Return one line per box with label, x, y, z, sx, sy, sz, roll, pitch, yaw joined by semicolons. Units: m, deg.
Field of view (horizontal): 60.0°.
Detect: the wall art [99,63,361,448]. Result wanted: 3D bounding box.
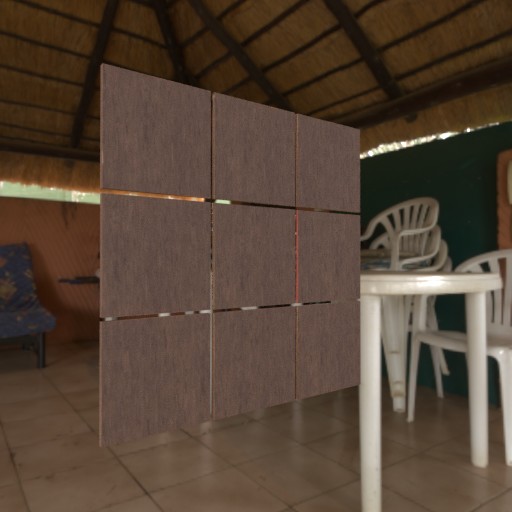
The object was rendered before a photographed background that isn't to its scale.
wall art;0.000;0.000;1.327;0.915;0.914;0.013;0;-1;-36
